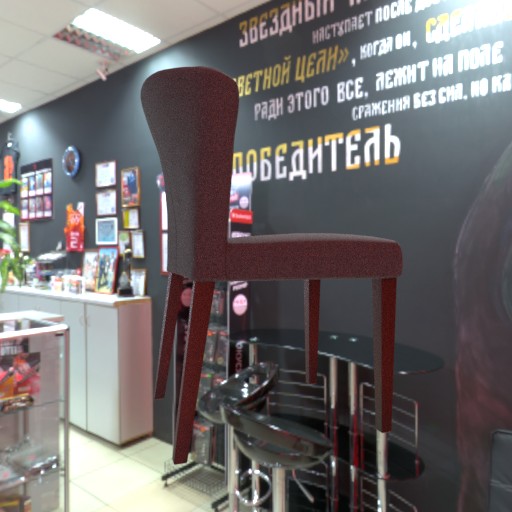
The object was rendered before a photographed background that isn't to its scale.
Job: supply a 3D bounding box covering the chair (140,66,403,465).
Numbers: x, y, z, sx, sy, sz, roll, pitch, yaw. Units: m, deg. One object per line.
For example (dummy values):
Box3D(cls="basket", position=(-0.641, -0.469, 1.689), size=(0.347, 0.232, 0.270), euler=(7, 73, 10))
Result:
Box3D(cls="chair", position=(0.000, 0.000, 1.177), size=(0.592, 0.839, 0.491), euler=(0, 1, -18))
